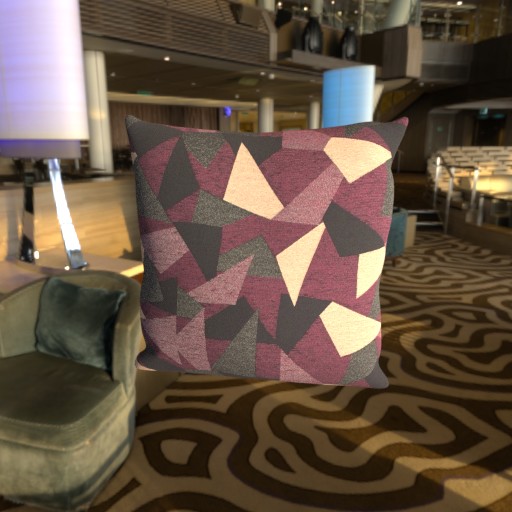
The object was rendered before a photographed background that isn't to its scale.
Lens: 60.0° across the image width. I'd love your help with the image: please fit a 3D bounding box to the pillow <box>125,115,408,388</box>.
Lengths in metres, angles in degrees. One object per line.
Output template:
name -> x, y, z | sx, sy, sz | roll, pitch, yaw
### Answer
pillow -> 0.000, 0.000, 0.808 | 0.503, 0.496, 0.208 | 2, 14, 9
